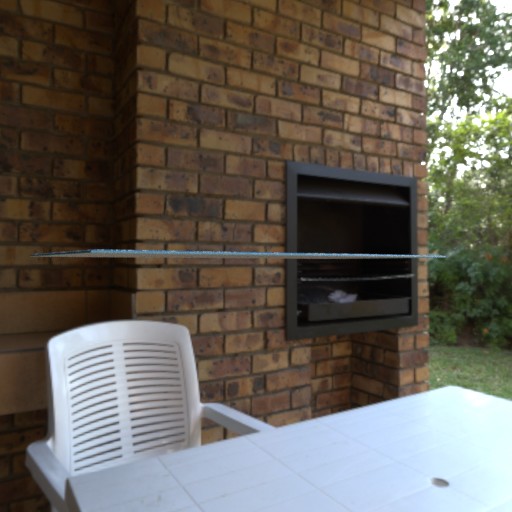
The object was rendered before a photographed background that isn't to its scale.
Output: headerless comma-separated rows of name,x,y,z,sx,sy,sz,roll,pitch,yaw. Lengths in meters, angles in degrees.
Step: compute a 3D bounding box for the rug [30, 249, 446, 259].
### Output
rug,0.000,0.000,1.433,1.219,0.007,0.604,1,-1,-37
